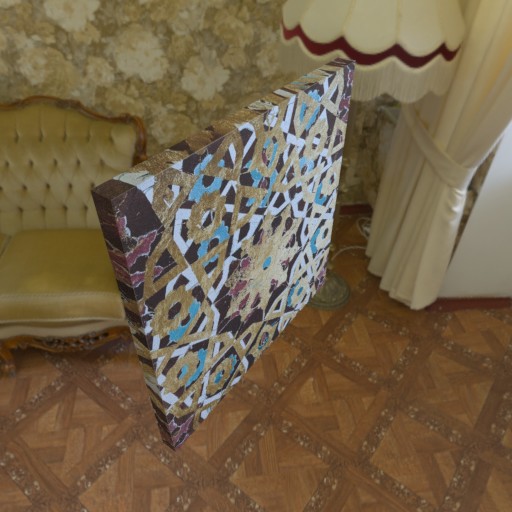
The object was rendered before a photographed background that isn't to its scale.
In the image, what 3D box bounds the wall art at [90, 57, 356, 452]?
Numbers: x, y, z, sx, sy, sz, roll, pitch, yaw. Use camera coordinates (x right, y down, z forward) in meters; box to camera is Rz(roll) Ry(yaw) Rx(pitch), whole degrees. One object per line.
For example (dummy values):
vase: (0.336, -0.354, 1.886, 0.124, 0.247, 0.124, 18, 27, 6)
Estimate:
wall art: (0.000, 0.000, 0.897, 0.041, 0.613, 0.609, 26, 47, 27)
